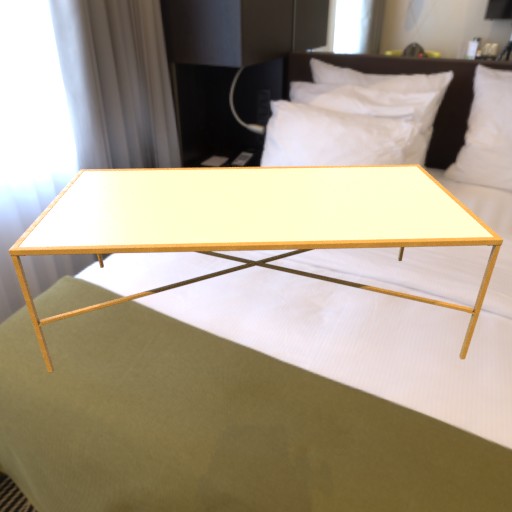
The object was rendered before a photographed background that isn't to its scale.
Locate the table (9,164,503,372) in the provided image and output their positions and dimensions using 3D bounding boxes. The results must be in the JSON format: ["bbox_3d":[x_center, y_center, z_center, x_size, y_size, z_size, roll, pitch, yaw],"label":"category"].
[{"bbox_3d":[0.000,0.000,1.430,1.206,0.398,0.580,-1,30,-2],"label":"table"}]
